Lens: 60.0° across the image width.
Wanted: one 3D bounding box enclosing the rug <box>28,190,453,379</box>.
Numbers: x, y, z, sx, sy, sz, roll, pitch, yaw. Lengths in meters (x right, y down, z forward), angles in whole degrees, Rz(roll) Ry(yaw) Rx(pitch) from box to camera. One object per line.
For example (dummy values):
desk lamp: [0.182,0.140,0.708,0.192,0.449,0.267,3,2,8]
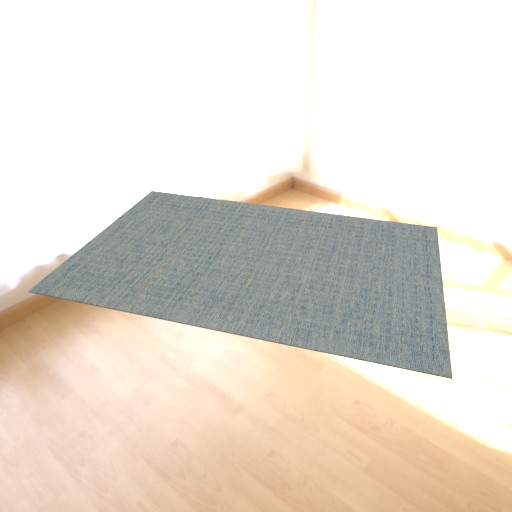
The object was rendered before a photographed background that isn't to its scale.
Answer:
rug: [0.000,0.000,2.202,1.752,0.006,1.142,9,33,14]
